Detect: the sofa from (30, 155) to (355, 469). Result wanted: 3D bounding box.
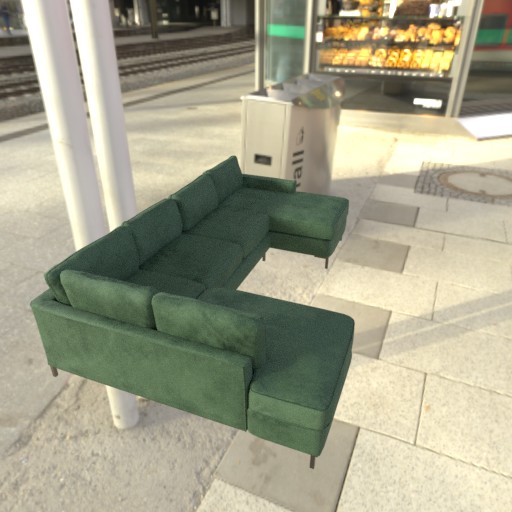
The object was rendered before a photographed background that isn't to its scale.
[{"bbox_3d":[0.000,0.000,3.781,1.992,0.861,2.994,11,31,19],"label":"sofa"}]
